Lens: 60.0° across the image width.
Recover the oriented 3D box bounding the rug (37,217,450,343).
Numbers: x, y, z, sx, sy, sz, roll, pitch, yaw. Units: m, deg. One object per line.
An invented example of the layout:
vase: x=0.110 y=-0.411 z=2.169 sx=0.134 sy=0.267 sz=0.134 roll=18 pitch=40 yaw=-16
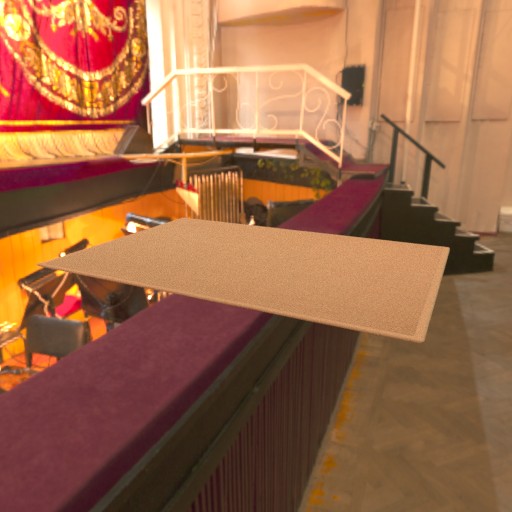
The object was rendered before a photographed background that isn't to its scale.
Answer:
rug: x=0.000 y=0.000 z=2.891 sx=2.244 sy=0.017 sz=1.532 roll=8 pitch=19 yaw=25
